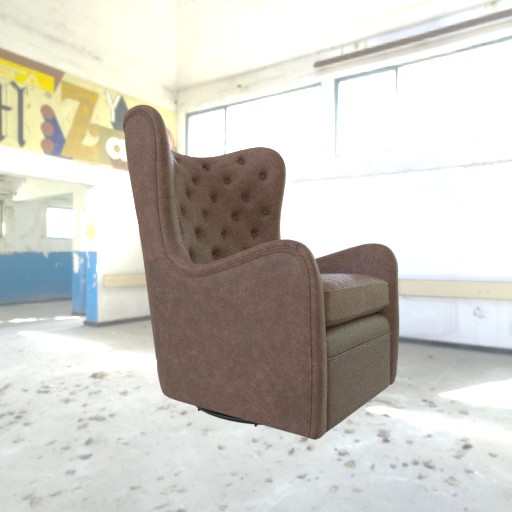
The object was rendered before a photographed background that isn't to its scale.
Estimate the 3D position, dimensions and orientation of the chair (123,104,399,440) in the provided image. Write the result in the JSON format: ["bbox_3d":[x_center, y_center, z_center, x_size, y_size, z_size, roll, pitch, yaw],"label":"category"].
[{"bbox_3d":[0.000,0.000,1.767,0.930,1.079,0.831,0,1,35],"label":"chair"}]
